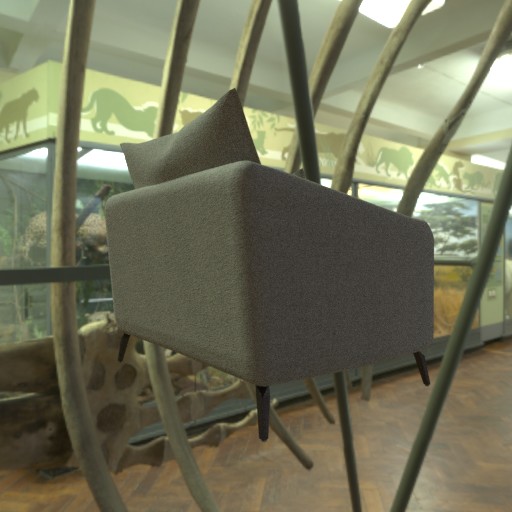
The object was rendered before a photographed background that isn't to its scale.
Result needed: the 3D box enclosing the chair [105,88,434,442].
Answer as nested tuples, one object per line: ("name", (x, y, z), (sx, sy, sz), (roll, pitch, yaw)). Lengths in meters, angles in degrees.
("chair", (0.000, 0.000, 1.613), (0.801, 0.856, 1.029), (-1, 1, -38))
